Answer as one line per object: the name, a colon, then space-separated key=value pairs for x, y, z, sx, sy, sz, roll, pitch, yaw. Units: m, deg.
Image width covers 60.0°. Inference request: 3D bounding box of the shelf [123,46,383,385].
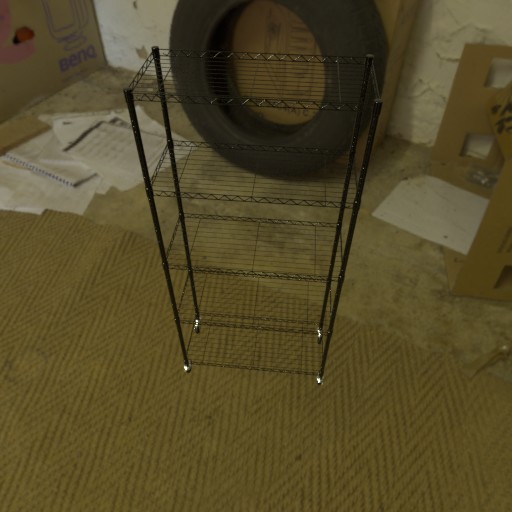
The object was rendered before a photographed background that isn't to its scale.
shelf: x=0.000 y=0.000 z=1.963 sx=0.762 sy=1.645 sz=0.356 roll=4 pitch=46 yaw=4
